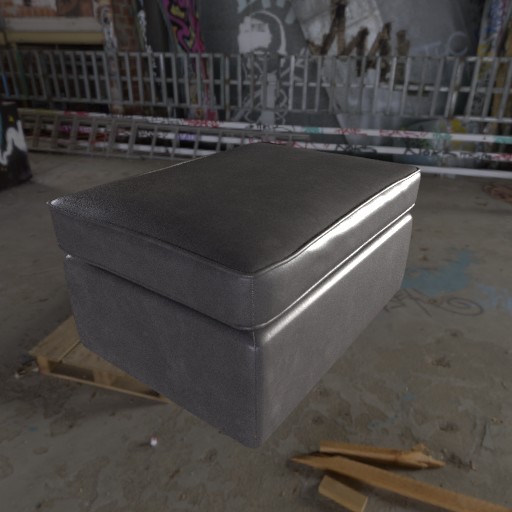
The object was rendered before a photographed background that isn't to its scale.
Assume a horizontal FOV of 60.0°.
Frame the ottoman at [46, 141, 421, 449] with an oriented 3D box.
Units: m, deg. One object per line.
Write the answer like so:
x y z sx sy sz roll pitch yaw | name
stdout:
0.000 0.000 1.115 0.554 0.445 0.756 18 31 32 | ottoman
